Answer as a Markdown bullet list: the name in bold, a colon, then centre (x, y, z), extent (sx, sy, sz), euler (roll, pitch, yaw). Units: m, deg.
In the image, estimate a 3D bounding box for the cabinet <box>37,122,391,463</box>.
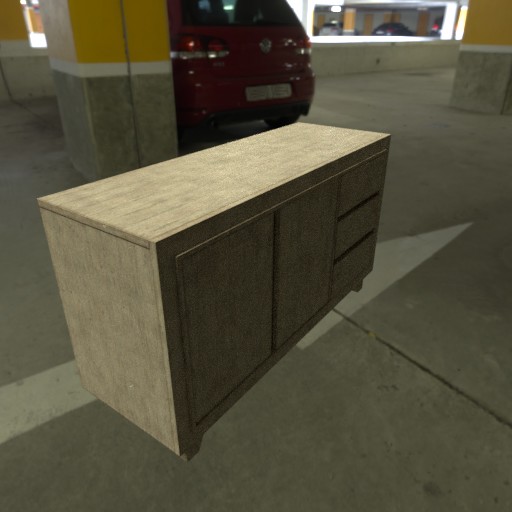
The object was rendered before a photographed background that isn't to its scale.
- **cabinet**: centre (0.000, 0.000, 1.866), extent (0.511, 0.825, 1.460), euler (19, 33, 32)
